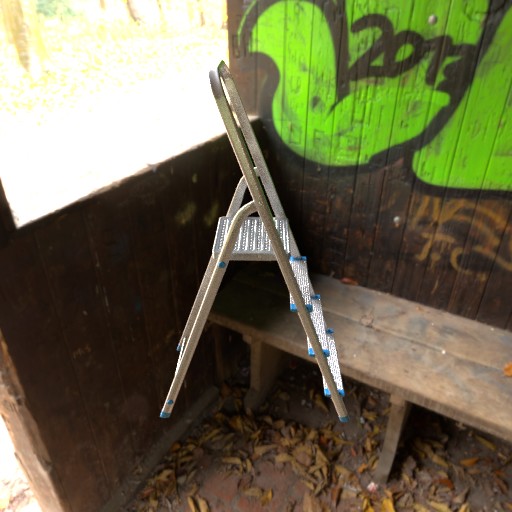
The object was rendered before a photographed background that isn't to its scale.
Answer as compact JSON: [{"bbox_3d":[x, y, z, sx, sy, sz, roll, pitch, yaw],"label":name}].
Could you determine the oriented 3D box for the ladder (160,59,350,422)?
[{"bbox_3d":[0.000,0.000,1.776,0.842,1.434,0.445,1,32,1],"label":"ladder"}]
